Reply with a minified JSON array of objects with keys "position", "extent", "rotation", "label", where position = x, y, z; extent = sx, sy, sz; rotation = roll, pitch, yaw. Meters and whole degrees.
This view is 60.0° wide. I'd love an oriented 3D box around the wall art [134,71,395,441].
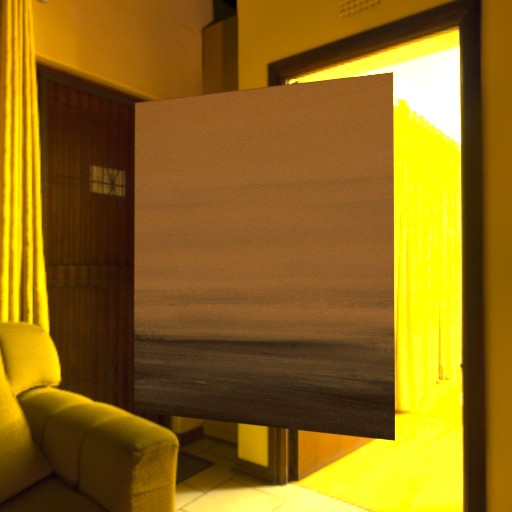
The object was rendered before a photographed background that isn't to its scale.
[{"position":[0.000,0.000,0.820],"extent":[0.489,0.608,0.040],"rotation":[0,-1,17],"label":"wall art"}]
